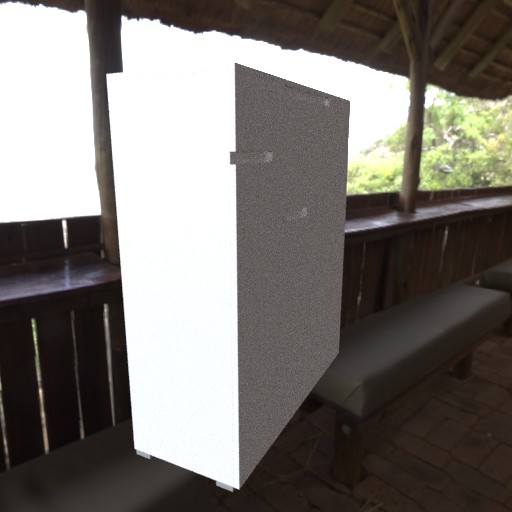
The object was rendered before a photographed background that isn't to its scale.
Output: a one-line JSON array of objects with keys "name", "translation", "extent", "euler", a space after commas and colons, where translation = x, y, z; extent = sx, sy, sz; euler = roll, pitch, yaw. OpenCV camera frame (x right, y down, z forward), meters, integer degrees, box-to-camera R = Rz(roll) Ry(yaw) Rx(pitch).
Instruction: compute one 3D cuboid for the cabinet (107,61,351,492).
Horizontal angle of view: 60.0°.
[{"name": "cabinet", "translation": [0.000, 0.000, 1.687], "extent": [0.400, 1.190, 1.000], "euler": [7, 15, 26]}]
